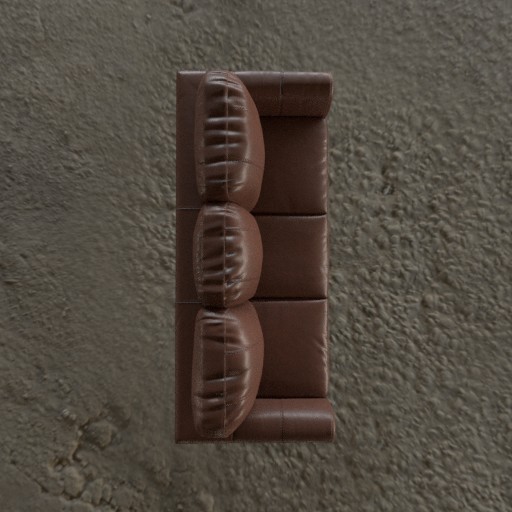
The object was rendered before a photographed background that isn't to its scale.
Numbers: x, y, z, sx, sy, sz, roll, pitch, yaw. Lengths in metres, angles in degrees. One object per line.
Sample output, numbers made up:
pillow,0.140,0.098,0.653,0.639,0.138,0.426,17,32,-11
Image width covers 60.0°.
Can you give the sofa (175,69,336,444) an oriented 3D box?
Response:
sofa,0.000,0.000,2.327,0.802,0.915,1.862,0,89,-2
